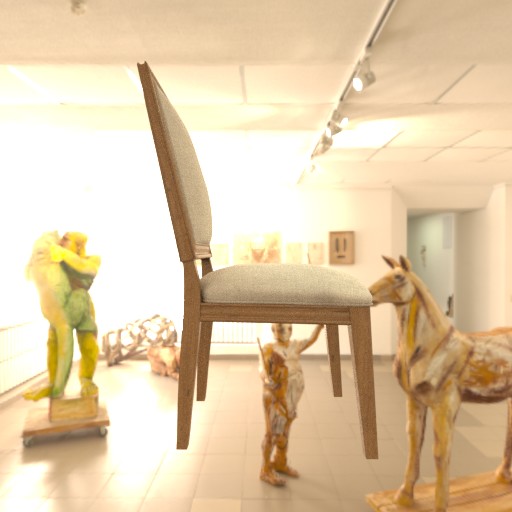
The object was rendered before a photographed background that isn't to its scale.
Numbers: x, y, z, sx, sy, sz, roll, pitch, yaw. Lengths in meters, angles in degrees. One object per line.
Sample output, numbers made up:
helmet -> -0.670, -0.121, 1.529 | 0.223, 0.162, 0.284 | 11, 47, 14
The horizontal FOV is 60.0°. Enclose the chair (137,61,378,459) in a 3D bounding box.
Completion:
chair -> 0.000, 0.000, 1.328 | 0.601, 0.988, 0.536 | 0, 1, 0
